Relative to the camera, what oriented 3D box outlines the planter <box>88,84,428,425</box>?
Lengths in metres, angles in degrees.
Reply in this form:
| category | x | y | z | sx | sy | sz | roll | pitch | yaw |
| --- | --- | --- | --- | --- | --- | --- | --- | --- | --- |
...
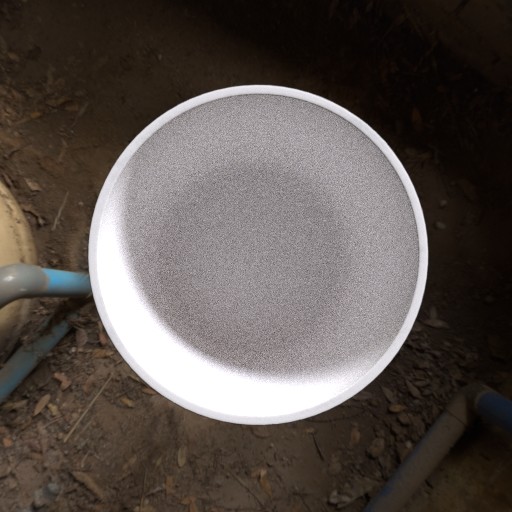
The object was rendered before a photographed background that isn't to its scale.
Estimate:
| category | x | y | z | sx | sy | sz | roll | pitch | yaw |
| --- | --- | --- | --- | --- | --- | --- | --- | --- | --- |
| planter | 0.000 | 0.000 | 0.440 | 0.254 | 0.221 | 0.254 | 0 | 89 | -1 |
